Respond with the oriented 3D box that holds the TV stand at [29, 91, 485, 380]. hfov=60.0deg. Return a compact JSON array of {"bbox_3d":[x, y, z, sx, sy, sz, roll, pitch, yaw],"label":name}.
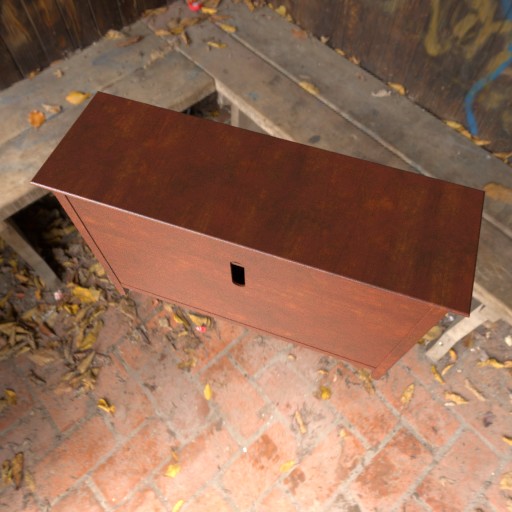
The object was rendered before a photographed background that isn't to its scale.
[{"bbox_3d":[0.000,0.000,1.796,1.372,0.915,0.445,17,63,9],"label":"TV stand"}]
